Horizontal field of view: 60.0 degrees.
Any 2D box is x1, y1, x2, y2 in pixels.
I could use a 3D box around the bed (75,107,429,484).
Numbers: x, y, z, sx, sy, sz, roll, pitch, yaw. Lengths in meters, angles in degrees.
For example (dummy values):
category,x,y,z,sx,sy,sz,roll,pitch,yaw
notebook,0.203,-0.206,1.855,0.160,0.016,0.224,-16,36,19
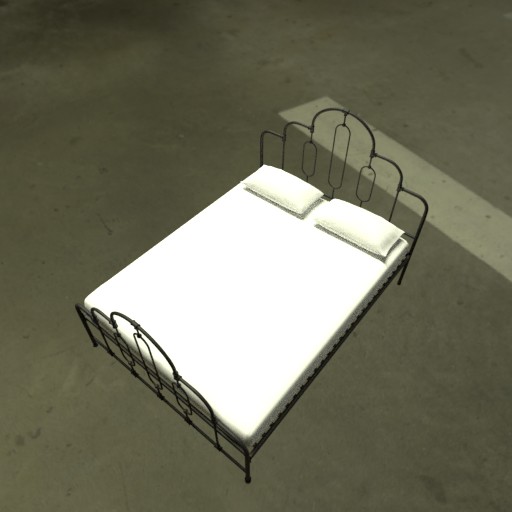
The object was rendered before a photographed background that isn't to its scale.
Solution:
category,x,y,z,sx,sy,sz,roll,pitch,yaw
bed,0.000,0.000,3.259,1.640,1.429,2.163,31,54,25
